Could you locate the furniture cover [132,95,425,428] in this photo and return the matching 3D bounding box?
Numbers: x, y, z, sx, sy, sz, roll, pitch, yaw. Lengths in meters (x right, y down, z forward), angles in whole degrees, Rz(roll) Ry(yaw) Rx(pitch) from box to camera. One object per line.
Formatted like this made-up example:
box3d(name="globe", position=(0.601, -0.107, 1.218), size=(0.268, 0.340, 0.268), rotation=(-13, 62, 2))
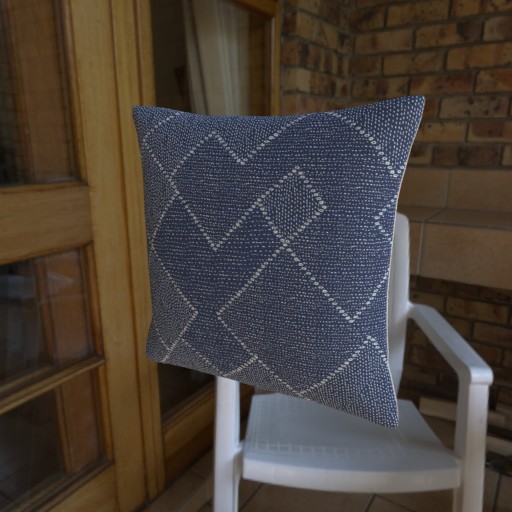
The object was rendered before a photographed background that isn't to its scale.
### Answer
box3d(name="furniture cover", position=(0.000, 0.000, 0.757), size=(0.511, 0.503, 0.162), rotation=(8, 17, 26))
